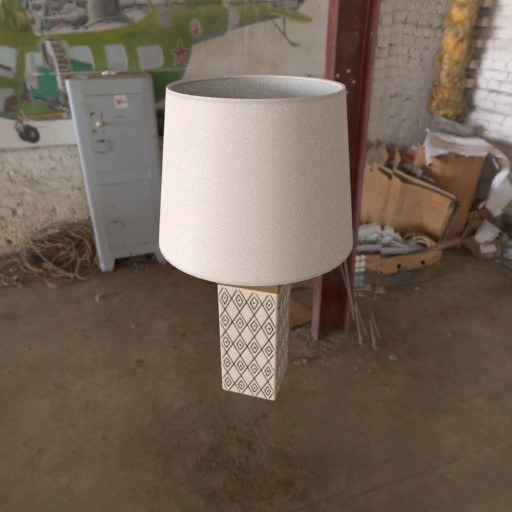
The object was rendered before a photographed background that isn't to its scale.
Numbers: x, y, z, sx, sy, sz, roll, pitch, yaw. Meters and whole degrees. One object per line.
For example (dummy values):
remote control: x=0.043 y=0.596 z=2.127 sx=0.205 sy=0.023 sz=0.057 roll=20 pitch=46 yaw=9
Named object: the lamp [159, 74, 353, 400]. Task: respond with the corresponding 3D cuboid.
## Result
lamp: x=0.000 y=0.000 z=0.599 sx=0.251 sy=0.435 sz=0.251 roll=0 pitch=28 yaw=0
